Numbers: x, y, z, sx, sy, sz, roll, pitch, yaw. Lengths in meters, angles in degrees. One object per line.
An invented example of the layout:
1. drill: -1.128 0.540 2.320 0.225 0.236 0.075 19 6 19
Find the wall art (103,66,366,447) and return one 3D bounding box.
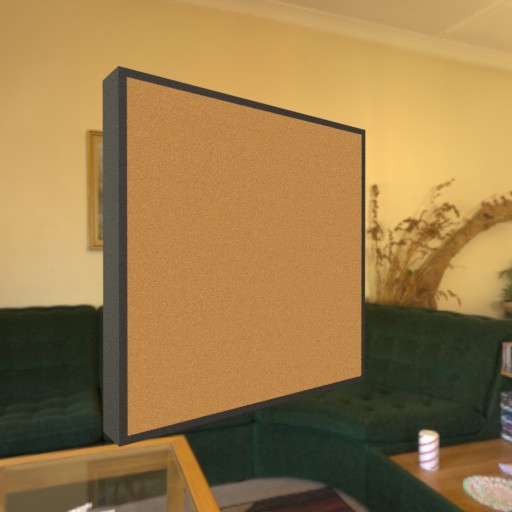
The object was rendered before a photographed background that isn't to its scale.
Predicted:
1. wall art: 0.000 0.000 0.461 0.304 0.304 0.038 0 1 -37
